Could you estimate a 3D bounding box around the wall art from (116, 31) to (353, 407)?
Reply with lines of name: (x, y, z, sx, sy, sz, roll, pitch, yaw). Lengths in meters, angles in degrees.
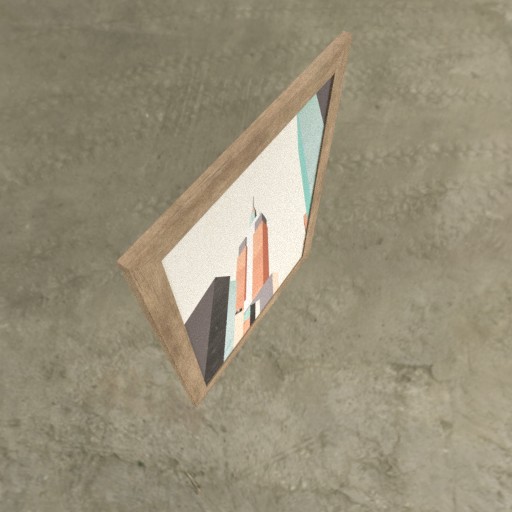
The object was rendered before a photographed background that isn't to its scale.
wall art: (0.000, 0.000, 0.905, 0.018, 0.686, 0.534, 30, 63, 17)
